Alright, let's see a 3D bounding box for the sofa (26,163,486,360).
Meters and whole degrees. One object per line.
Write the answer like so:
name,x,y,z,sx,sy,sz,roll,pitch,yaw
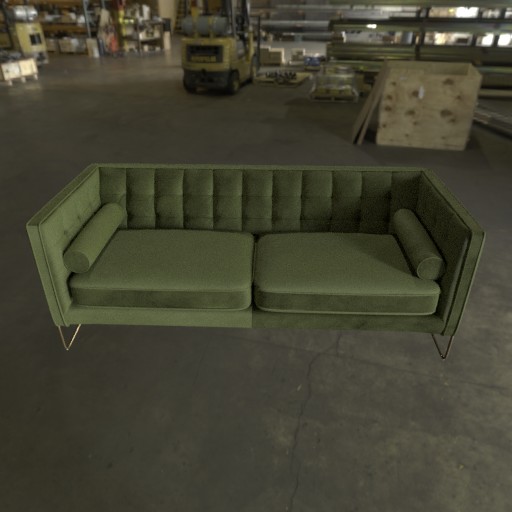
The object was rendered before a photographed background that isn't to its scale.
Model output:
sofa,0.000,0.000,2.512,2.087,0.789,0.867,1,30,2
